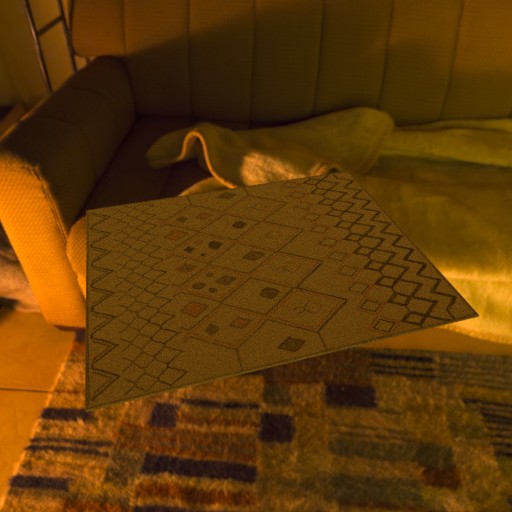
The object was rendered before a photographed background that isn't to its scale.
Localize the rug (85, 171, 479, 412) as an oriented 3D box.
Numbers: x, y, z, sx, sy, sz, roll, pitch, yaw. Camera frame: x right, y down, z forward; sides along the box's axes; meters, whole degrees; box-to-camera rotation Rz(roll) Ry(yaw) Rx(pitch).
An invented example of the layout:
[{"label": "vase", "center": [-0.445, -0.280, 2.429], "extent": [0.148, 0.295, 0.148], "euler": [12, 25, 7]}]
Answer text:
[{"label": "rug", "center": [0.000, 0.000, 4.142], "extent": [3.050, 0.016, 2.441], "euler": [-11, 41, -12]}]
